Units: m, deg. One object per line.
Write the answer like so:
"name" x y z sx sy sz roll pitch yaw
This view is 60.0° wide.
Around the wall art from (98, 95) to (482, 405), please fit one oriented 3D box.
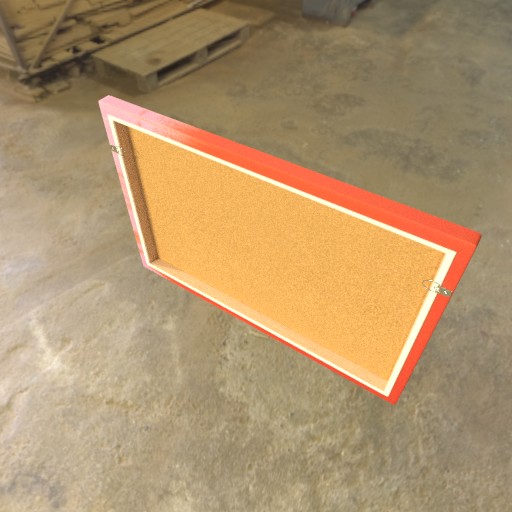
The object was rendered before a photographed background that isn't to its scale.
"wall art" 0.000 0.000 1.147 0.913 0.609 0.040 26 52 22
